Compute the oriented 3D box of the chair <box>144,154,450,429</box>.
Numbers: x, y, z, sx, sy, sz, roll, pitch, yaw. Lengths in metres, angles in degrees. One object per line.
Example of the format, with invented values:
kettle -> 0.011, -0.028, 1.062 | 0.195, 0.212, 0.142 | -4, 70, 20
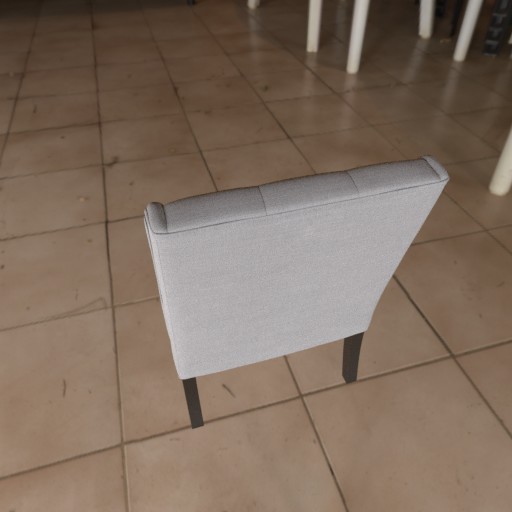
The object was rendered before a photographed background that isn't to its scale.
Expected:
chair -> 0.000, 0.000, 1.264 | 0.569, 0.853, 0.676 | -12, 43, -13
